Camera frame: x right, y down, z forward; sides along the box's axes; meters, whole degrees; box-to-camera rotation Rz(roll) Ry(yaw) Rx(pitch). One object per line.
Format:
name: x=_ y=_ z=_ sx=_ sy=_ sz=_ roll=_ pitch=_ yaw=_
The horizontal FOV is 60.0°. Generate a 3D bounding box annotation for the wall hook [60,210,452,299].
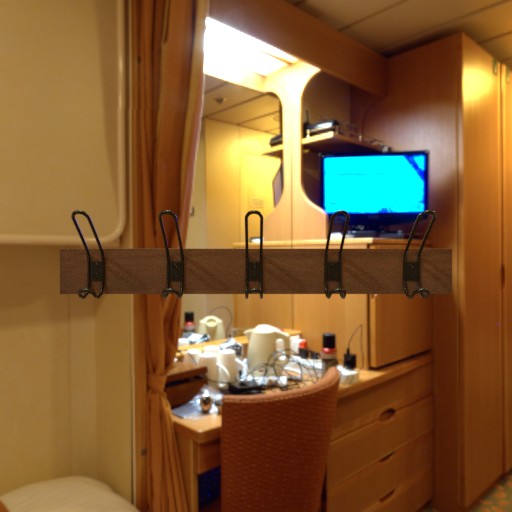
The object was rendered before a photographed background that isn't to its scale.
wall hook: x=0.000 y=0.000 z=0.598 sx=0.554 sy=0.116 sz=0.076 roll=0 pitch=0 yaw=0
